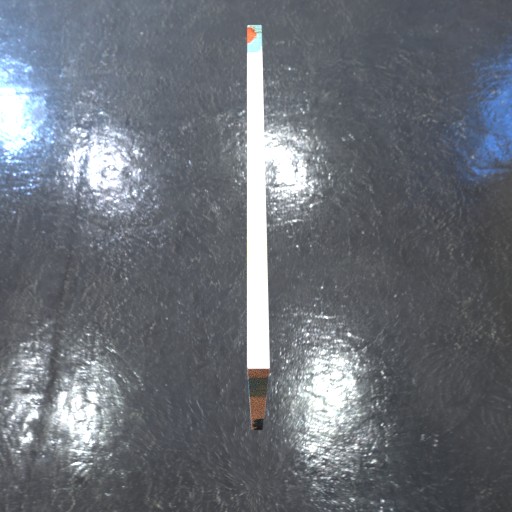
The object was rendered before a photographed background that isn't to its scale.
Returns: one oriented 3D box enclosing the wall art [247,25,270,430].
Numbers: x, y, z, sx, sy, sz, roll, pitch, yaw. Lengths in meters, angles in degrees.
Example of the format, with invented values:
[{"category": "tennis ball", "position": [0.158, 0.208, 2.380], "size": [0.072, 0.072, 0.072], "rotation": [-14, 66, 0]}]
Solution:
[{"category": "wall art", "position": [0.000, 0.000, 1.530], "size": [0.044, 1.017, 1.017], "rotation": [0, 62, 0]}]
